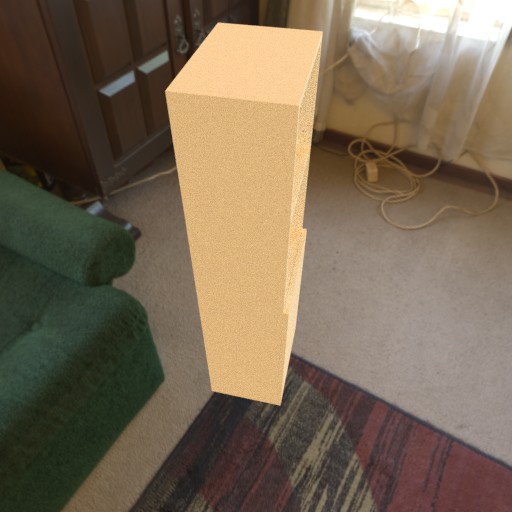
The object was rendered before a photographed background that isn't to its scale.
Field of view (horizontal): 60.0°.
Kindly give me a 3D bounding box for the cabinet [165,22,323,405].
[{"bbox_3d":[0.000,0.000,1.529,0.300,1.350,0.400,9,47,9],"label":"cabinet"}]
